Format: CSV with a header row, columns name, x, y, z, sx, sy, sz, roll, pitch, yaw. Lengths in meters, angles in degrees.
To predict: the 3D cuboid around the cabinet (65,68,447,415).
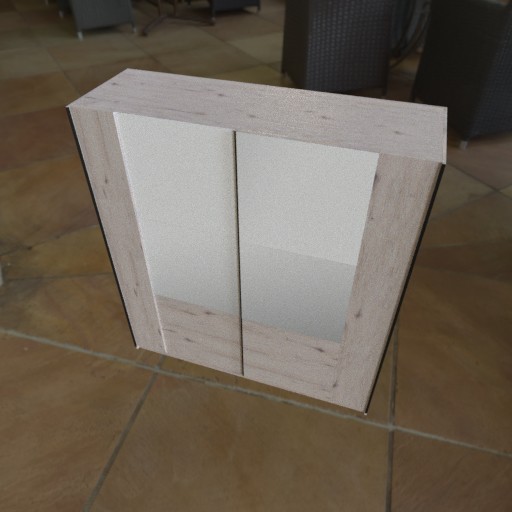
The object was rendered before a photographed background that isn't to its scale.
name,x,y,z,sx,sy,sz,roll,pitch,yaw
cabinet,0.000,0.000,3.161,2.000,2.180,0.660,12,43,14
